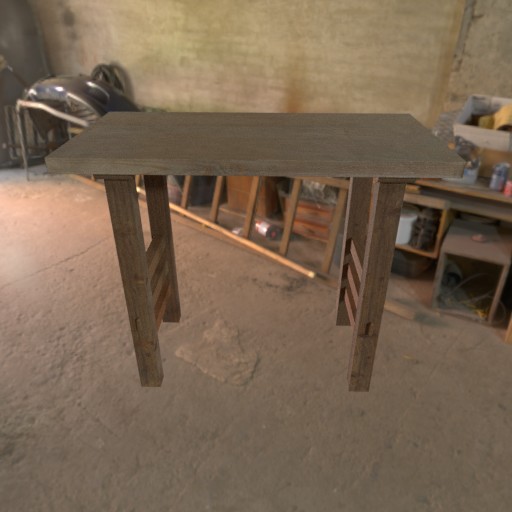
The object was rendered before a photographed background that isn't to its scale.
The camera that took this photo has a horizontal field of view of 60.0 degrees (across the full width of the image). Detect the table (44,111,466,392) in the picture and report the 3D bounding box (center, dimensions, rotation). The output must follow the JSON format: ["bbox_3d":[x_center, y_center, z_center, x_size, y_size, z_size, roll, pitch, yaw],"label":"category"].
[{"bbox_3d":[0.000,0.000,1.643,1.119,0.914,0.556,1,30,2],"label":"table"}]
